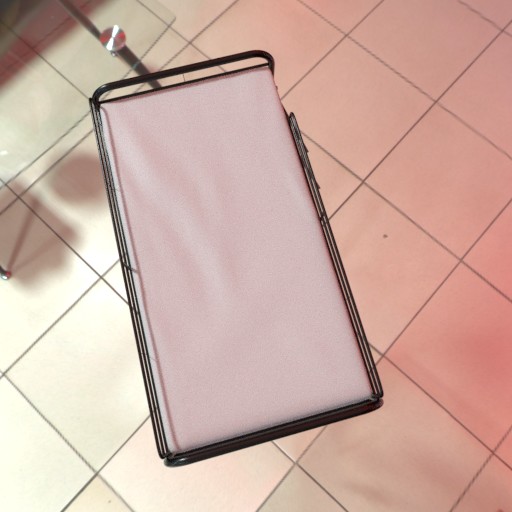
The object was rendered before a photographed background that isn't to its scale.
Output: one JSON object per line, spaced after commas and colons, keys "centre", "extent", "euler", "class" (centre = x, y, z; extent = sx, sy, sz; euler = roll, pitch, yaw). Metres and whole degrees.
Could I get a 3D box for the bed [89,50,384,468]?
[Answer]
{"centre": [0.000, 0.000, 2.807], "extent": [1.393, 1.289, 1.968], "euler": [-14, 76, -4], "class": "bed"}
